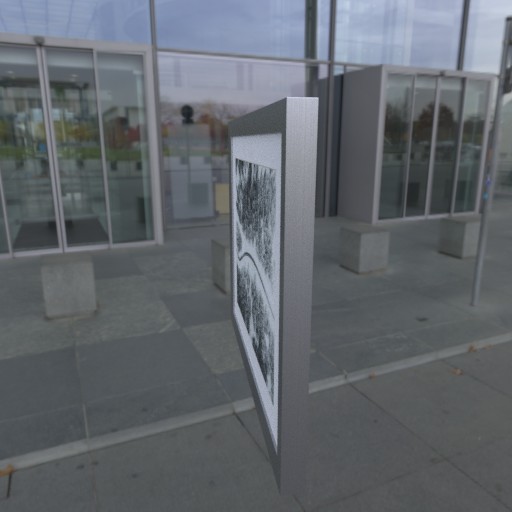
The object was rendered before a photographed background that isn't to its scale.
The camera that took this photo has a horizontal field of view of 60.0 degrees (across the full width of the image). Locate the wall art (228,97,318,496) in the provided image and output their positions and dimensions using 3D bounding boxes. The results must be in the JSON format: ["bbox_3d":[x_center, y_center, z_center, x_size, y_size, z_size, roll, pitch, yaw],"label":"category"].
[{"bbox_3d":[0.000,0.000,0.747,0.032,0.456,0.557,-2,15,-9],"label":"wall art"}]
